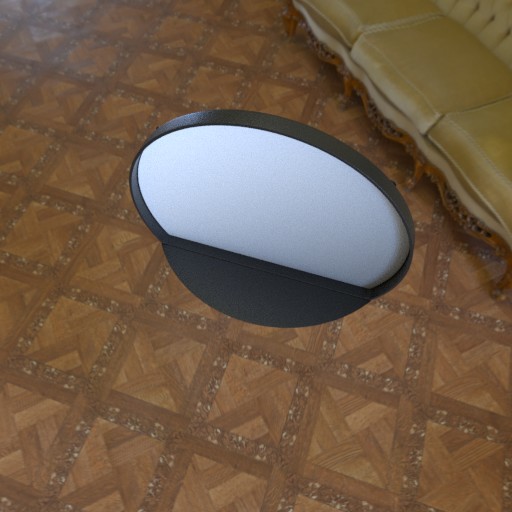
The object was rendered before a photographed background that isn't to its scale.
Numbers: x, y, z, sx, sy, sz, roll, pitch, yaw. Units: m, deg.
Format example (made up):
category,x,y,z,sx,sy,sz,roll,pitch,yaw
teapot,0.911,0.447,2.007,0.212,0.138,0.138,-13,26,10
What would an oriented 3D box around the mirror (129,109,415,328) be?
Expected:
category,x,y,z,sx,sy,sz,roll,pitch,yaw
mirror,0.000,0.000,0.693,0.457,0.457,0.133,15,60,9
